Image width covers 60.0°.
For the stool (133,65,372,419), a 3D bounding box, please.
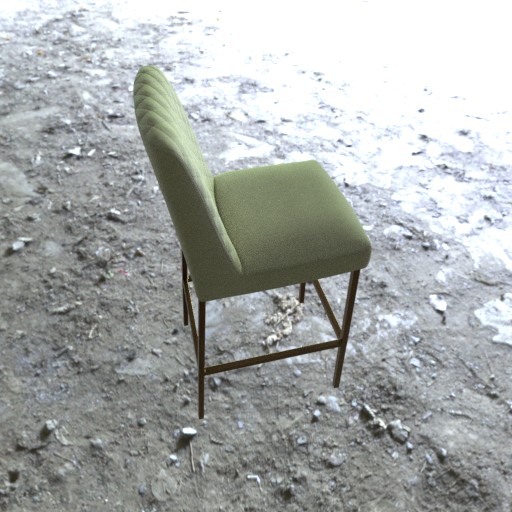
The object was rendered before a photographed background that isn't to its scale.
[{"bbox_3d":[0.000,0.000,1.380,0.546,1.084,0.462,-10,46,-10],"label":"stool"}]
